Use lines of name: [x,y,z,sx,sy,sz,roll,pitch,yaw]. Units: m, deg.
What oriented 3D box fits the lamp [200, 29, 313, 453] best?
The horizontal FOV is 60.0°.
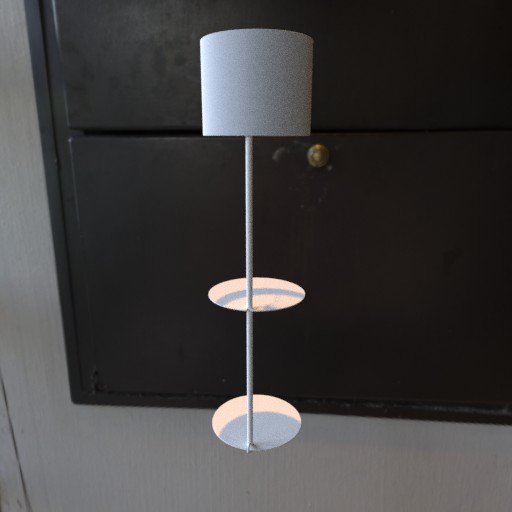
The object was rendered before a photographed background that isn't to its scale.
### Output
lamp: [0.000,0.000,1.649,0.372,1.465,0.405,2,15,9]
